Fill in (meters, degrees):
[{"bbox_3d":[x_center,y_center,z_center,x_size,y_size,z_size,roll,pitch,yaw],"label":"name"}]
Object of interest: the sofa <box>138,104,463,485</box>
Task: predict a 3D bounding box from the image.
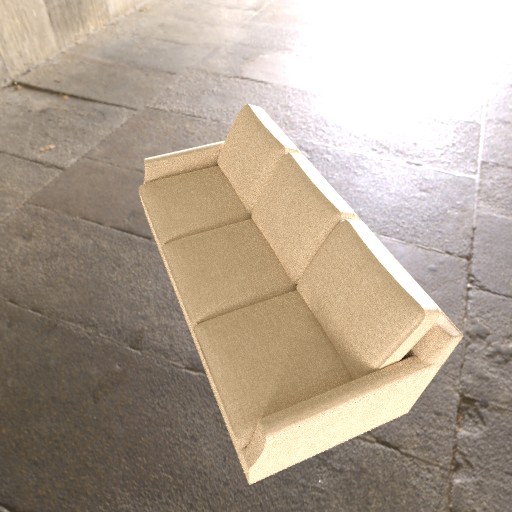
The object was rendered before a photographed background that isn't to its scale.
[{"bbox_3d":[0.000,0.000,2.743,1.041,0.940,2.210,-17,48,-16],"label":"sofa"}]
